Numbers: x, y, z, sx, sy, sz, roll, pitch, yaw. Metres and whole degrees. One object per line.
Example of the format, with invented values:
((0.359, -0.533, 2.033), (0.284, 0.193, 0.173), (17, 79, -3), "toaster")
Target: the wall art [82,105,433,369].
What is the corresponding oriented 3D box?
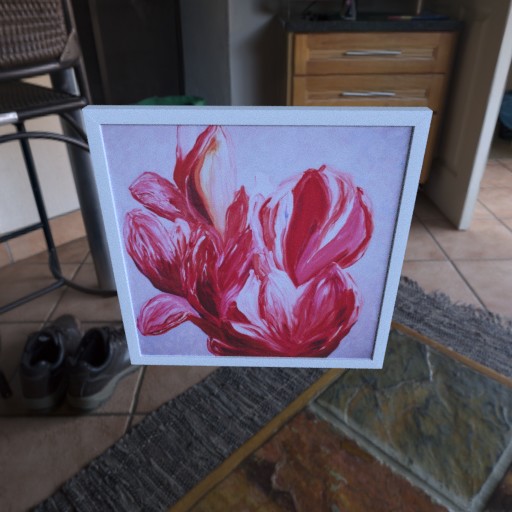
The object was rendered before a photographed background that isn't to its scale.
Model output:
((0.000, 0.000, 0.700), (0.455, 0.453, 0.023), (1, 31, 1), "wall art")
